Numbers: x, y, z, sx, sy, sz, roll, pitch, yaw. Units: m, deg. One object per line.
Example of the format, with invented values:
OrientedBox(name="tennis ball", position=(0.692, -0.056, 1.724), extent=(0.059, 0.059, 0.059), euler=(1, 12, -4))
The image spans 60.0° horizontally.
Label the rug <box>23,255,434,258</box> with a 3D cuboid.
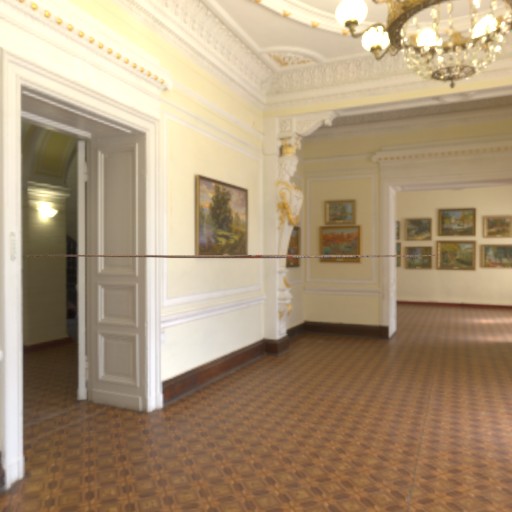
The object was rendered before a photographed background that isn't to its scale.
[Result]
OrientedBox(name="rug", position=(0.000, 0.000, 3.948), extent=(2.263, 0.022, 3.029), euler=(0, 0, 37))
